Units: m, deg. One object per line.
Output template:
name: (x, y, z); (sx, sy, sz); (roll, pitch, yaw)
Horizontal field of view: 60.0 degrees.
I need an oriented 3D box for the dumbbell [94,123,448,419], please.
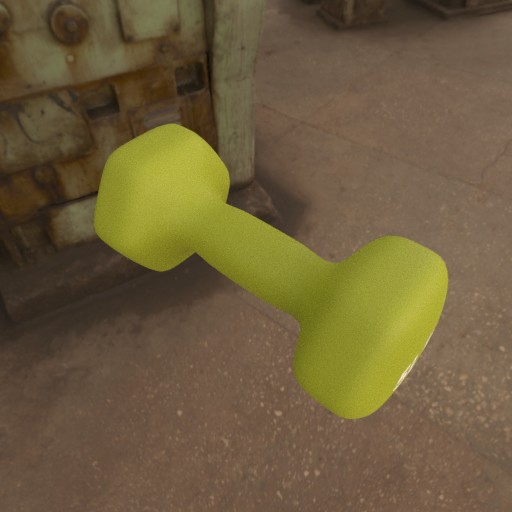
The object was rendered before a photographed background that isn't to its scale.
dumbbell: (0.000, 0.000, 0.208); (0.164, 0.072, 0.080); (32, 55, 27)
